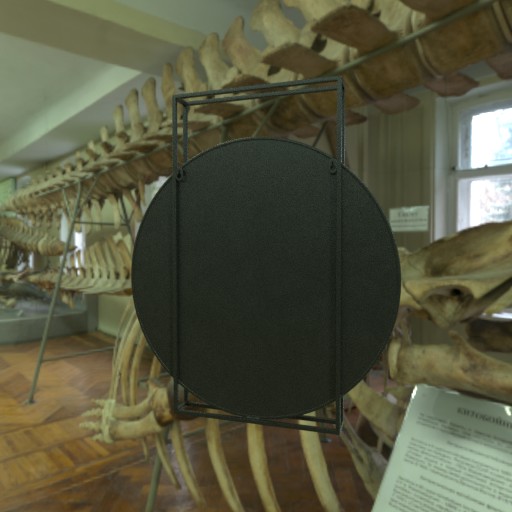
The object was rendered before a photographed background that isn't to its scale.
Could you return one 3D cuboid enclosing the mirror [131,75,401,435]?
[{"bbox_3d":[0.000,0.000,0.815,0.508,0.603,0.051,0,2,18],"label":"mirror"}]
